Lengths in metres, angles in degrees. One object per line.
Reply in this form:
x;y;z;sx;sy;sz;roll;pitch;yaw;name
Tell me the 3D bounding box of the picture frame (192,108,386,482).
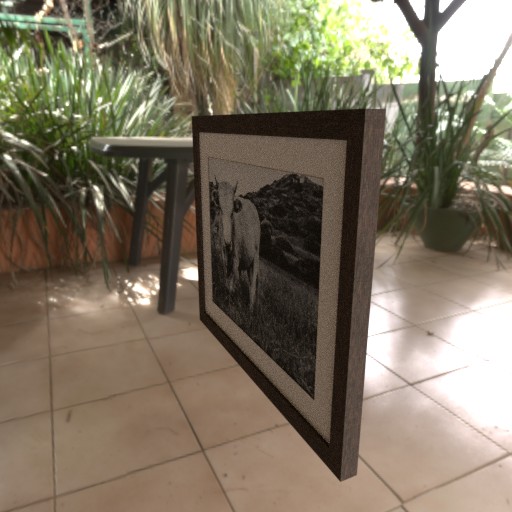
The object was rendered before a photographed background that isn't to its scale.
0.000;0.000;0.744;0.026;0.455;0.546;-8;18;-25;picture frame
